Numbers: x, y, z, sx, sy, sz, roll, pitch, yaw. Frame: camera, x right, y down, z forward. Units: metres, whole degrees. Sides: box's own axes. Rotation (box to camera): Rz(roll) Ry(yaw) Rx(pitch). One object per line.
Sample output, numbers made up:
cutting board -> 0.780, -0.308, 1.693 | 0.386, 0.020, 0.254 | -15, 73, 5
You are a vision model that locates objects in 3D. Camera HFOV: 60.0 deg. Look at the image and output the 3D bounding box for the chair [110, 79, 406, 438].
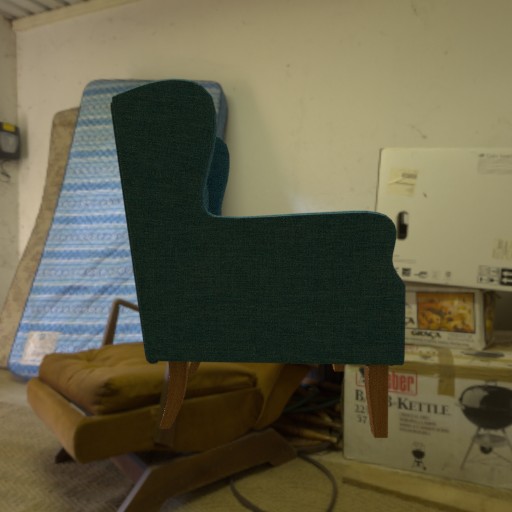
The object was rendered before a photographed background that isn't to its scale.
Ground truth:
chair -> 0.000, 0.000, 1.487 | 0.775, 0.952, 0.711 | 0, 2, 0
